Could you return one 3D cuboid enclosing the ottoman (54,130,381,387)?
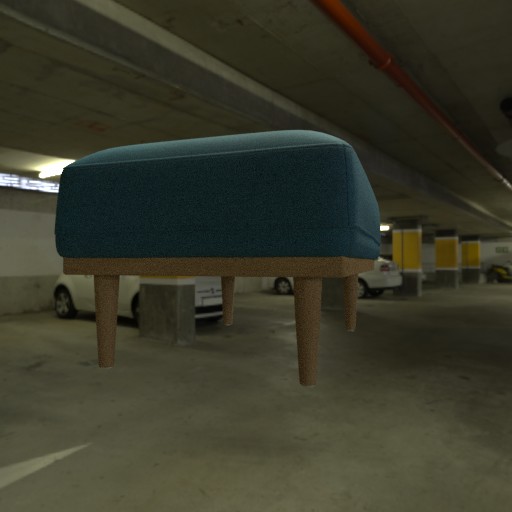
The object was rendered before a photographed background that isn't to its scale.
[{"bbox_3d":[0.000,0.000,1.062,0.549,0.428,0.749,0,-1,18],"label":"ottoman"}]
